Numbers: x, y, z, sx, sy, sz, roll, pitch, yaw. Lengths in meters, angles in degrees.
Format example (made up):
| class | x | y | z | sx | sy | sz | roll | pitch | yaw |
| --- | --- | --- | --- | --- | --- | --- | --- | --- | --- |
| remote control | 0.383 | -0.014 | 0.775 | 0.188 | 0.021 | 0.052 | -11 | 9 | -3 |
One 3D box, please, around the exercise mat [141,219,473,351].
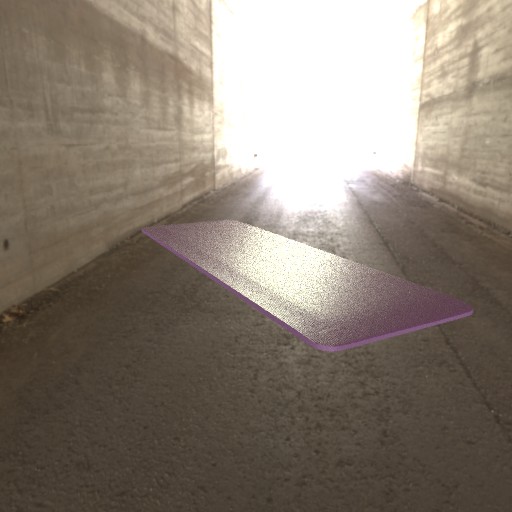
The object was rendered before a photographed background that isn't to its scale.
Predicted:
| class | x | y | z | sx | sy | sz | roll | pitch | yaw |
| --- | --- | --- | --- | --- | --- | --- | --- | --- | --- |
| exercise mat | 0.000 | 0.000 | 2.063 | 0.616 | 0.021 | 1.869 | -8 | 17 | -28 |
